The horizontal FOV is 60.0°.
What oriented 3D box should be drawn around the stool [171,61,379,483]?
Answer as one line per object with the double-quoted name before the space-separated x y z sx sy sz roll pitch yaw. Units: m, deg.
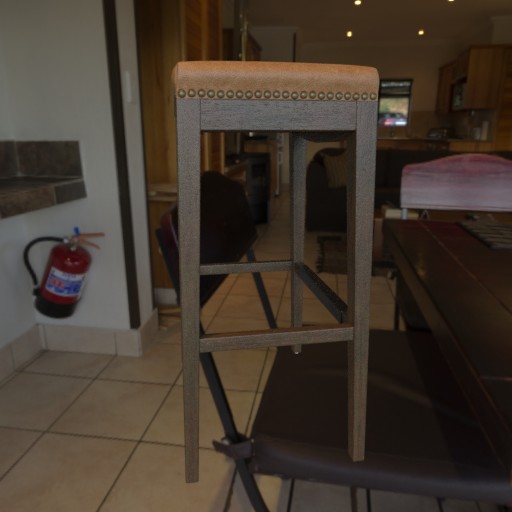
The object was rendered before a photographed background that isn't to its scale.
"stool" 0.000 0.000 1.013 0.361 0.759 0.500 -3 16 -10
